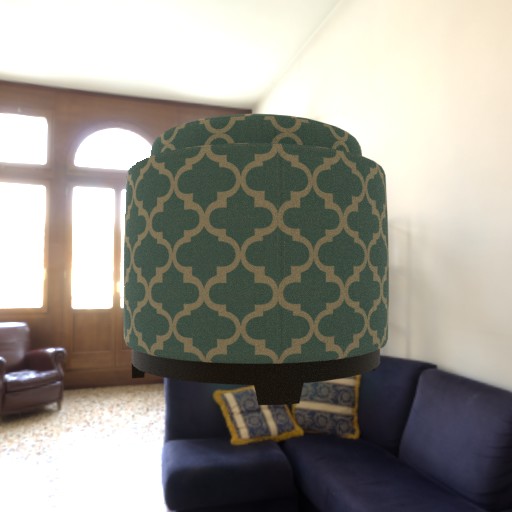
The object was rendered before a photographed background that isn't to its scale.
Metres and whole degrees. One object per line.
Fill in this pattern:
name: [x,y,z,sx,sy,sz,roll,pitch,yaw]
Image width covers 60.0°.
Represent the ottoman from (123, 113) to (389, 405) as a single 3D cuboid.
ottoman: [0.000,0.000,0.836,0.480,0.429,0.480,0,-3,0]
